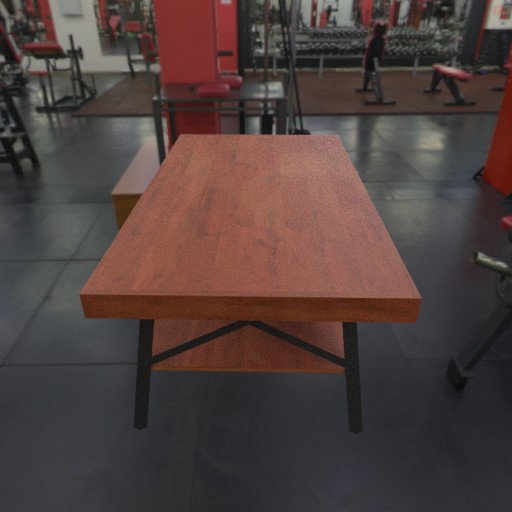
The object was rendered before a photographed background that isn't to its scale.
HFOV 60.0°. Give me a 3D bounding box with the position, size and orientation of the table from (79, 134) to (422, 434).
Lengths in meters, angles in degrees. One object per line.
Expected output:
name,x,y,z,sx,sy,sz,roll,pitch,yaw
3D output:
table,0.000,0.000,1.358,0.610,0.457,1.067,1,30,1
